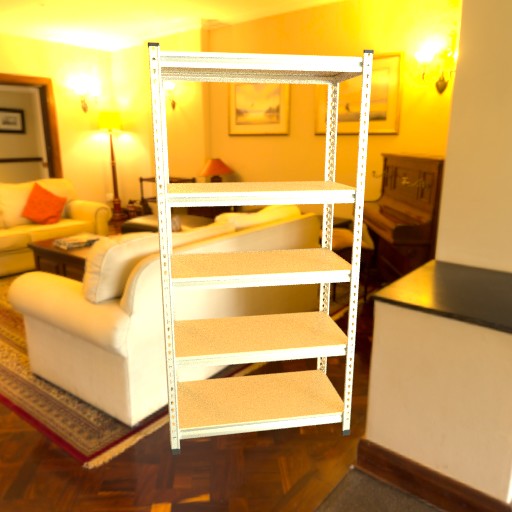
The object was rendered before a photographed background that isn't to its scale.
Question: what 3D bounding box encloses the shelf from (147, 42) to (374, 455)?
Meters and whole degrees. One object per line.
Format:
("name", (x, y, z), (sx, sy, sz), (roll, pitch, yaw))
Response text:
("shelf", (0.000, 0.000, 2.197), (0.914, 1.829, 0.457), (-2, 15, -9))
